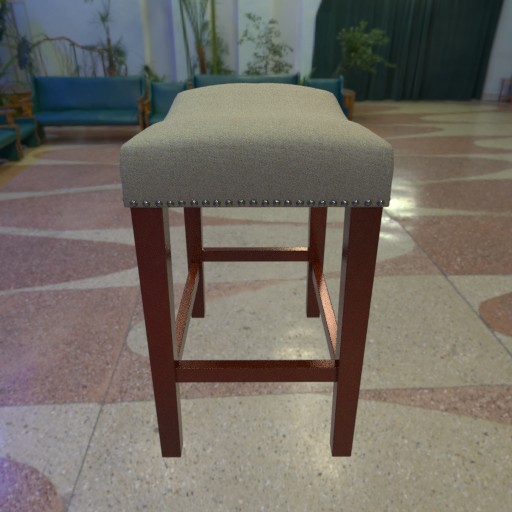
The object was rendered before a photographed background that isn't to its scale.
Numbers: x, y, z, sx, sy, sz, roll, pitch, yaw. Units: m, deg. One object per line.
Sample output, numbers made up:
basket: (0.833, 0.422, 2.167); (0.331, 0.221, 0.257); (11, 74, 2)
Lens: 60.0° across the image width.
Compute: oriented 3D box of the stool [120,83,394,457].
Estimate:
stool: (0.000, 0.000, 0.928); (0.375, 0.632, 0.509); (0, 28, 0)
